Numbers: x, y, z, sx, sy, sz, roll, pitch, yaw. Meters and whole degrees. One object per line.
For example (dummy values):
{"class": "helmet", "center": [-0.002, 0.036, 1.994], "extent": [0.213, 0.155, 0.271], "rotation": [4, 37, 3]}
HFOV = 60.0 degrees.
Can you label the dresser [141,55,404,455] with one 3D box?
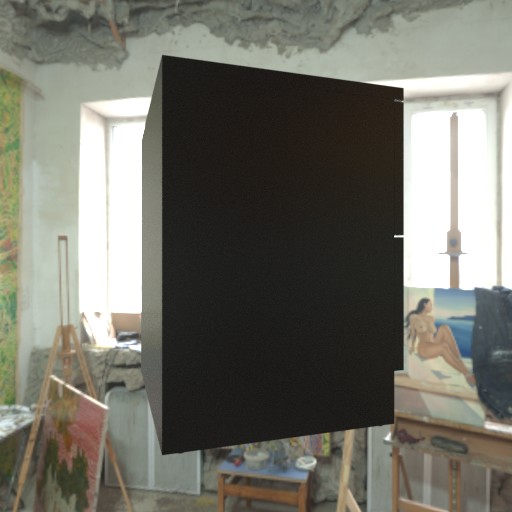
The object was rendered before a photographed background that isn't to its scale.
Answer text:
{"class": "dresser", "center": [0.000, 0.000, 0.763], "extent": [0.360, 0.470, 0.400], "rotation": [0, 0, -18]}
